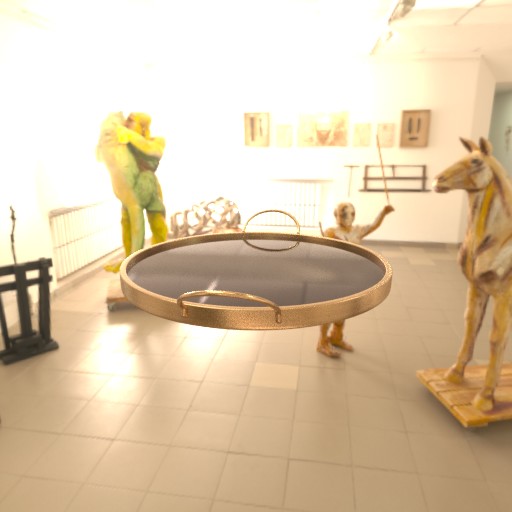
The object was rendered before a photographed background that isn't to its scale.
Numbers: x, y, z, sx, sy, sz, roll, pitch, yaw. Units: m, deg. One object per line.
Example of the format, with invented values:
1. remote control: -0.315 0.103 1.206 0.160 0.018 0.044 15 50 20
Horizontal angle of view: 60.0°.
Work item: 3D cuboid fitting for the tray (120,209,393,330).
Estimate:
1. tray: 0.000 0.000 0.740 0.438 0.069 0.543 2 16 8
